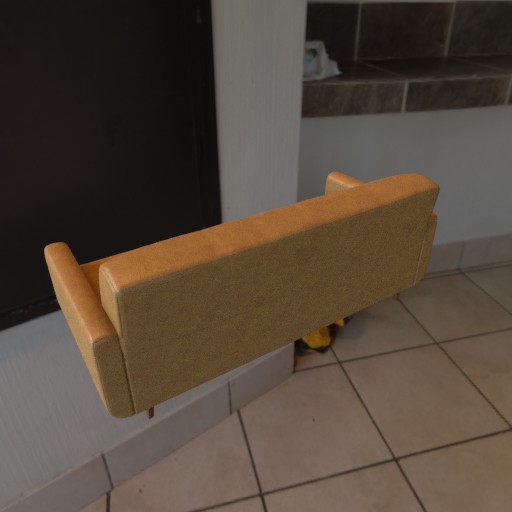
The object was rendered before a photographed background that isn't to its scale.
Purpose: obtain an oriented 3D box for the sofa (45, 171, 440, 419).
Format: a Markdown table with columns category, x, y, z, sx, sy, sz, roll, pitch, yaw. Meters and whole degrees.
| category | x | y | z | sx | sy | sz | roll | pitch | yaw |
| --- | --- | --- | --- | --- | --- | --- | --- | --- | --- |
| sofa | 0.000 | 0.000 | 2.635 | 2.137 | 0.892 | 0.980 | -19 | 36 | -28 |
